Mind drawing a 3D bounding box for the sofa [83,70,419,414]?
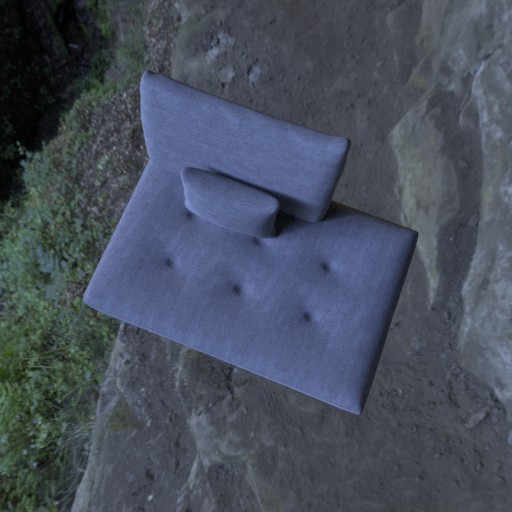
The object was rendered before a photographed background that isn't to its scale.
[{"bbox_3d":[0.000,0.000,2.053,1.450,0.820,1.002,21,77,5],"label":"sofa"}]
